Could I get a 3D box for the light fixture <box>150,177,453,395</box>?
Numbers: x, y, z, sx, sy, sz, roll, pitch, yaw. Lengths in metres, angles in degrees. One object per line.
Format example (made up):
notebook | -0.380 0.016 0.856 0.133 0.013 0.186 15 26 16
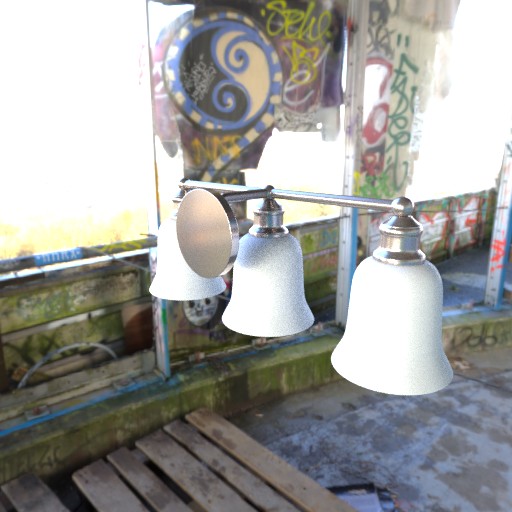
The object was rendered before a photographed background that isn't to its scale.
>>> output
light fixture | 0.000 0.000 0.658 0.198 0.211 0.570 -13 19 -43
